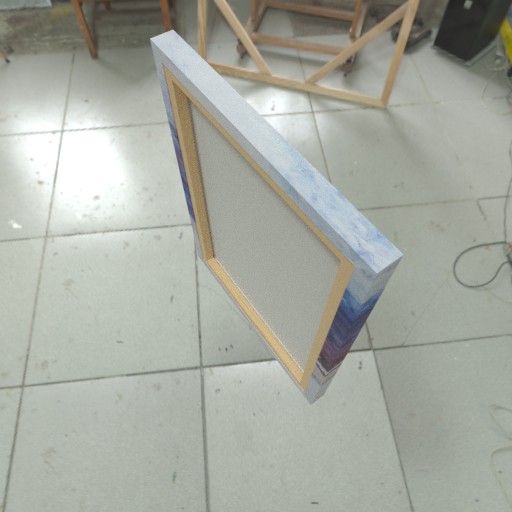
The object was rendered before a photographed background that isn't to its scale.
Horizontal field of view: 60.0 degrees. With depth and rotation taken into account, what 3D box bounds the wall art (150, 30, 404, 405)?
[{"bbox_3d":[0.000,0.000,0.759,0.036,0.581,0.437,-32,65,-17],"label":"wall art"}]
